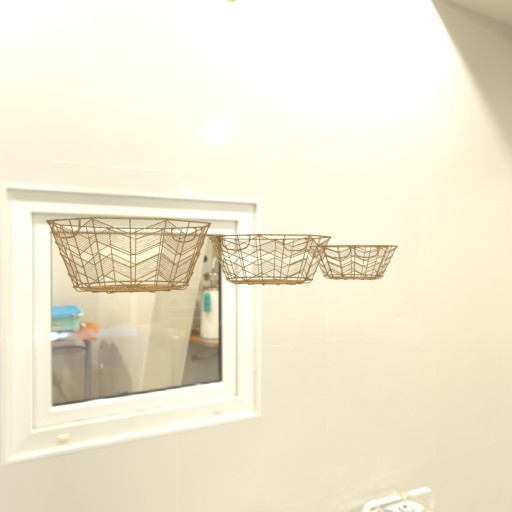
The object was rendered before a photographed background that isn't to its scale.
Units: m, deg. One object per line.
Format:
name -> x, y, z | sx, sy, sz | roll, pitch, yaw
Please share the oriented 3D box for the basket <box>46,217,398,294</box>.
basket -> 0.000, 0.000, 1.431 | 1.245, 0.178, 0.432 | 0, 0, -36
